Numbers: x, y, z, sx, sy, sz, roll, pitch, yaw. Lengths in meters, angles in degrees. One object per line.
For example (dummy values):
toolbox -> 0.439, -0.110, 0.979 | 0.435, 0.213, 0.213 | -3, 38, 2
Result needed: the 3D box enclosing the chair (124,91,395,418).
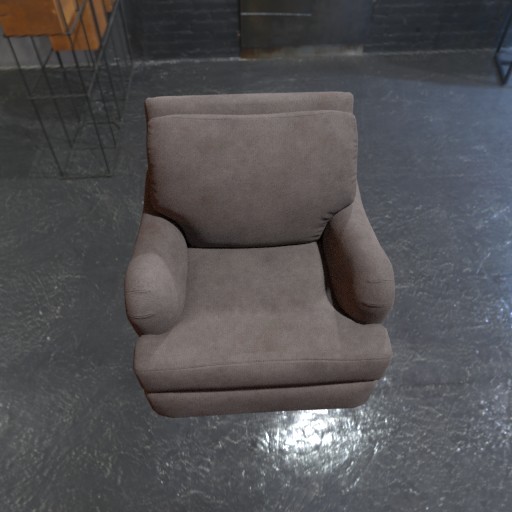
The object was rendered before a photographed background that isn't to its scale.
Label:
chair -> 0.000, 0.000, 1.853 | 0.955, 0.997, 1.070 | -2, 48, -2
